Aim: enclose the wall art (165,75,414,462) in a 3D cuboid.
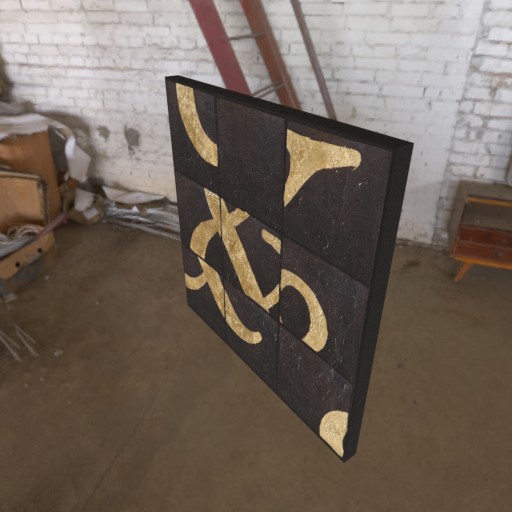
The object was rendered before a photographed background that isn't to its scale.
[{"bbox_3d":[0.000,0.000,1.121,0.044,0.758,0.758,-21,37,-31],"label":"wall art"}]
